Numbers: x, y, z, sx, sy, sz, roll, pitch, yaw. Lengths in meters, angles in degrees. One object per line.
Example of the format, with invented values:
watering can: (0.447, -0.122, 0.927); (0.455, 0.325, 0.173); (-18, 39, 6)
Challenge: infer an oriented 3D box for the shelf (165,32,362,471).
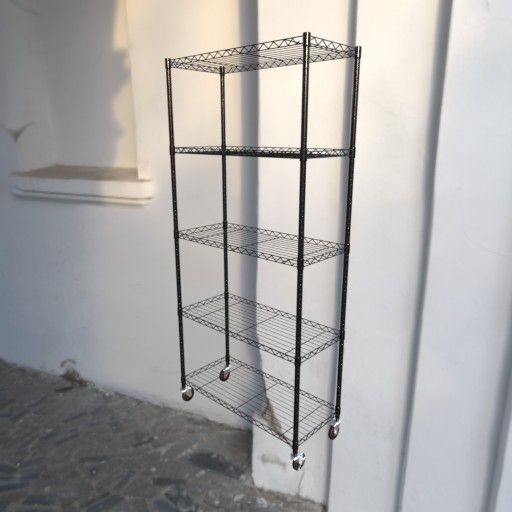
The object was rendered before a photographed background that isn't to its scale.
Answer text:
shelf: (0.000, 0.000, 1.949); (0.762, 1.645, 0.356); (14, 20, 41)
